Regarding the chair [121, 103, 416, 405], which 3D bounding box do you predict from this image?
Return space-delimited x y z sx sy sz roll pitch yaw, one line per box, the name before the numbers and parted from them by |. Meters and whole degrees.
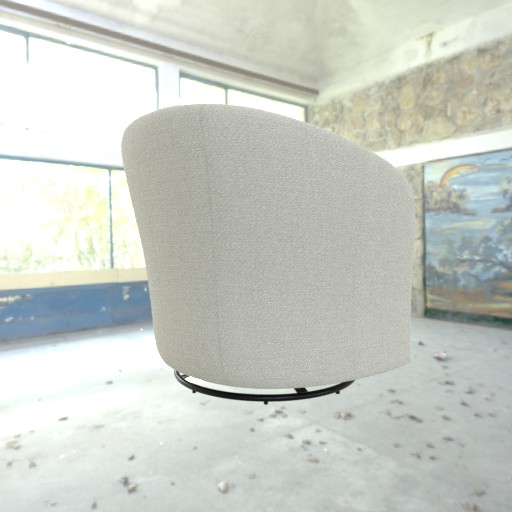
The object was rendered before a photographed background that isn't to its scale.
chair | 0.000 0.000 1.432 0.815 0.771 0.791 -1 2 -37
